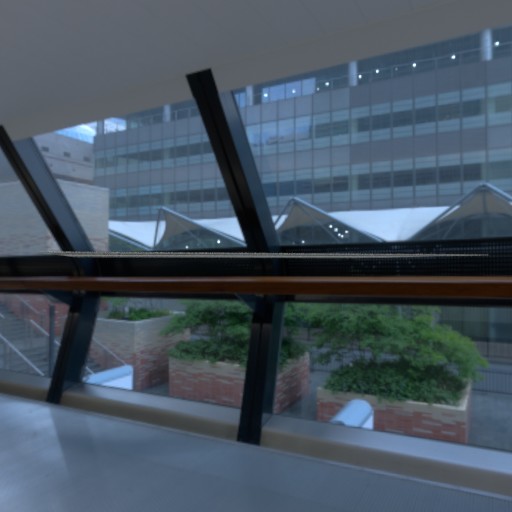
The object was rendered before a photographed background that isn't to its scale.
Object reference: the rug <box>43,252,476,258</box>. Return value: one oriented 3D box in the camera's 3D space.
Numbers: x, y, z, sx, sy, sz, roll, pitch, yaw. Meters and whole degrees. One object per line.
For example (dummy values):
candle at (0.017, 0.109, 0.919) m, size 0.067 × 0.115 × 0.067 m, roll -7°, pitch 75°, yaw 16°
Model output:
rug at (0.000, 0.000, 3.014) m, size 2.453 × 0.003 × 1.519 m, roll 0°, pitch -1°, yaw -17°
